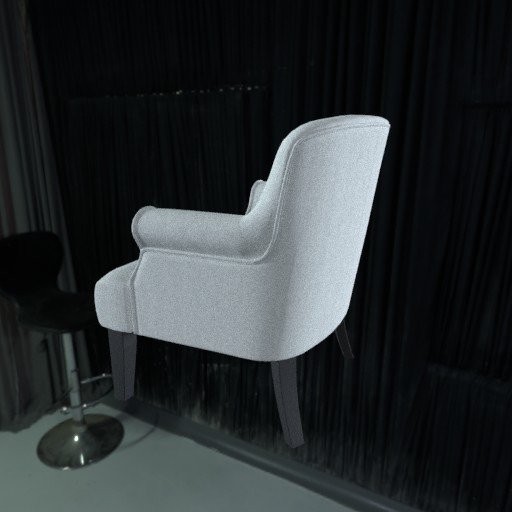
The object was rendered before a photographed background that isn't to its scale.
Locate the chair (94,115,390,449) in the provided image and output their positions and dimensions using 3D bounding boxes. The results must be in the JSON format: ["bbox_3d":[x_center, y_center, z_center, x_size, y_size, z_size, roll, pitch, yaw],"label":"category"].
[{"bbox_3d":[0.000,0.000,1.457,0.750,0.875,0.781,8,18,26],"label":"chair"}]
